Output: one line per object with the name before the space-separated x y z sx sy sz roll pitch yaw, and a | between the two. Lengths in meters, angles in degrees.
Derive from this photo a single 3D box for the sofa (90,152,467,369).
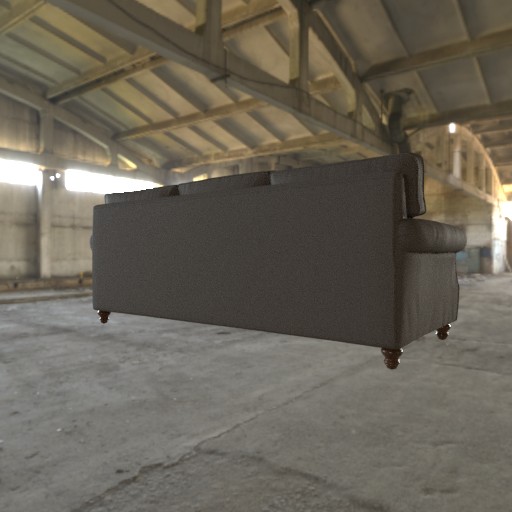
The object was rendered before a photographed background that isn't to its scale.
sofa | 0.000 0.000 2.810 2.353 0.948 0.966 0 0 37
